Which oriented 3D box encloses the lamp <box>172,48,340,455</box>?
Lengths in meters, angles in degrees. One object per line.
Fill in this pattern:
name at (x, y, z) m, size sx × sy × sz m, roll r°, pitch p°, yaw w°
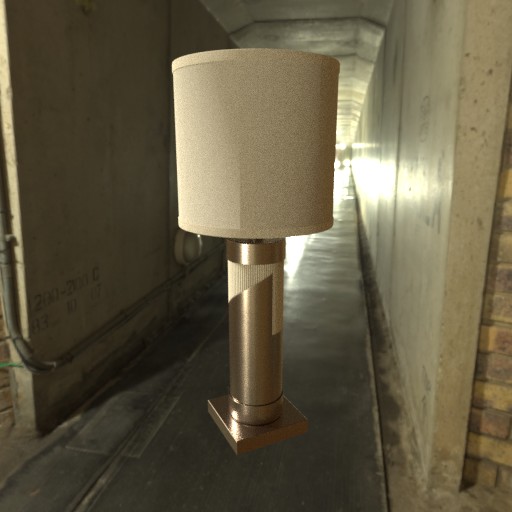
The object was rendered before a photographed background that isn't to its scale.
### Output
lamp at (0.000, 0.000, 0.599) m, size 0.202 × 0.509 × 0.202 m, roll -7°, pitch 16°, yaw -25°
